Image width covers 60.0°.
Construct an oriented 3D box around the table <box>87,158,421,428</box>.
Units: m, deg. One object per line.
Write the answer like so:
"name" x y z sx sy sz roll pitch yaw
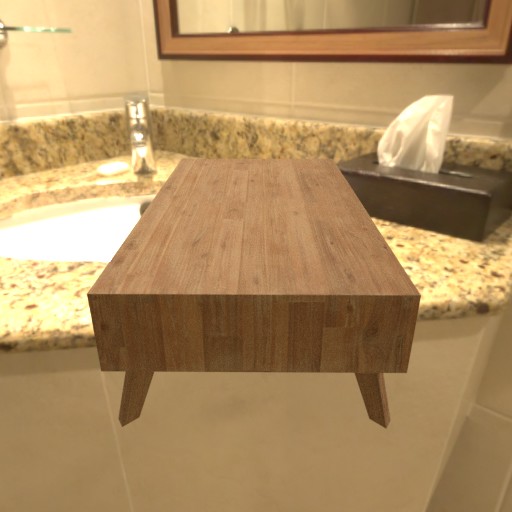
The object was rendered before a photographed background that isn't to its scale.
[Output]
"table" 0.000 0.000 2.044 0.918 0.531 1.619 0 25 0
